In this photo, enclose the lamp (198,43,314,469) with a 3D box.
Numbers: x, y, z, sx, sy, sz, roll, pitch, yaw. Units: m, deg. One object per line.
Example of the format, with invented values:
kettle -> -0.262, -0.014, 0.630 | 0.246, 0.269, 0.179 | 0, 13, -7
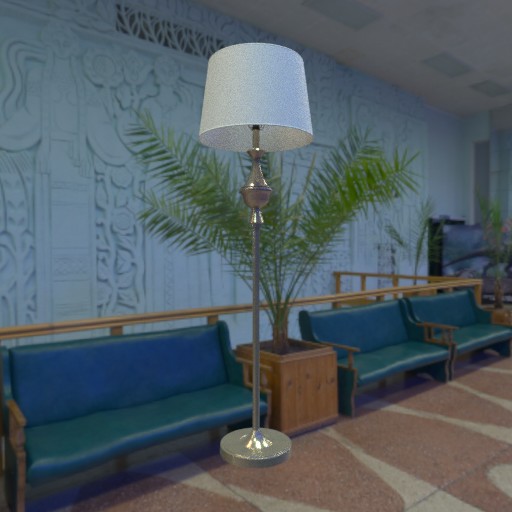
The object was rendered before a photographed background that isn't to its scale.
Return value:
lamp -> 0.000, 0.000, 1.676 | 0.431, 1.488, 0.431 | 0, 1, 0
